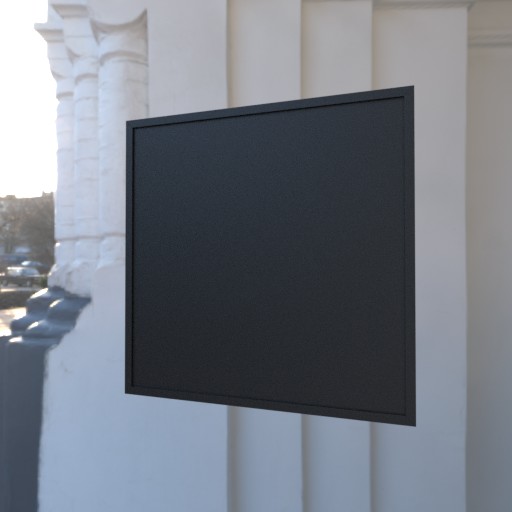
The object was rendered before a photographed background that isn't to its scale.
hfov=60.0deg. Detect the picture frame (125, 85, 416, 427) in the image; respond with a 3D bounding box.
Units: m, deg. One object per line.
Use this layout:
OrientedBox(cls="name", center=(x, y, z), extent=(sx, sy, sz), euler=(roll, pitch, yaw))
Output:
OrientedBox(cls="picture frame", center=(0.000, 0.000, 1.147), extent=(0.775, 0.775, 0.032), euler=(0, -1, 19))
